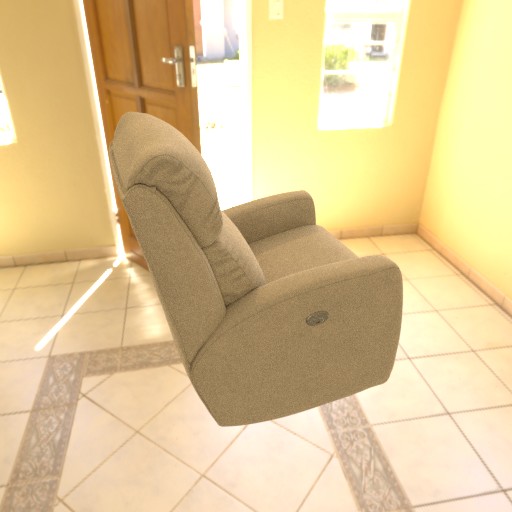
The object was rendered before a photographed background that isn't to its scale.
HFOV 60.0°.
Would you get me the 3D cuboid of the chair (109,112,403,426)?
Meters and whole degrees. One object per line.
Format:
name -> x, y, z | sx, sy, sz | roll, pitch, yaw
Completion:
chair -> 0.000, 0.000, 1.689 | 0.940, 1.021, 0.794 | -10, 30, -17
